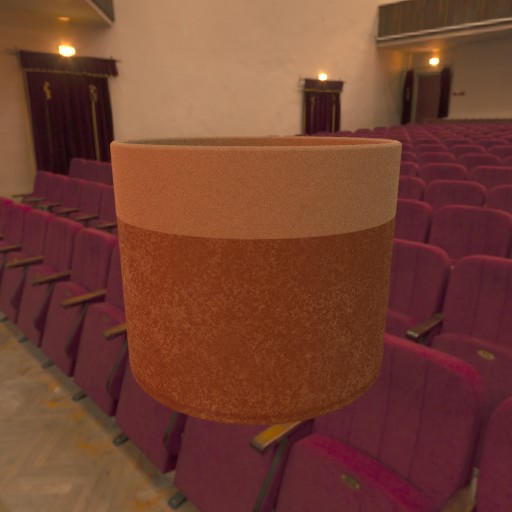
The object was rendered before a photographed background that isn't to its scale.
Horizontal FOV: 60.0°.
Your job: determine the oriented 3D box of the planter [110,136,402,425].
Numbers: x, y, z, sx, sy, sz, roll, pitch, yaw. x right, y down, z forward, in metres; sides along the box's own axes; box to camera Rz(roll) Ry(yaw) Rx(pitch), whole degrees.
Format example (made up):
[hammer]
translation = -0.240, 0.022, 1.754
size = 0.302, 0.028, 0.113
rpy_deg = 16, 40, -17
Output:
[planter]
translation = 0.000, 0.000, 0.271
size = 0.159, 0.138, 0.159
rpy_deg = 0, 17, 0
